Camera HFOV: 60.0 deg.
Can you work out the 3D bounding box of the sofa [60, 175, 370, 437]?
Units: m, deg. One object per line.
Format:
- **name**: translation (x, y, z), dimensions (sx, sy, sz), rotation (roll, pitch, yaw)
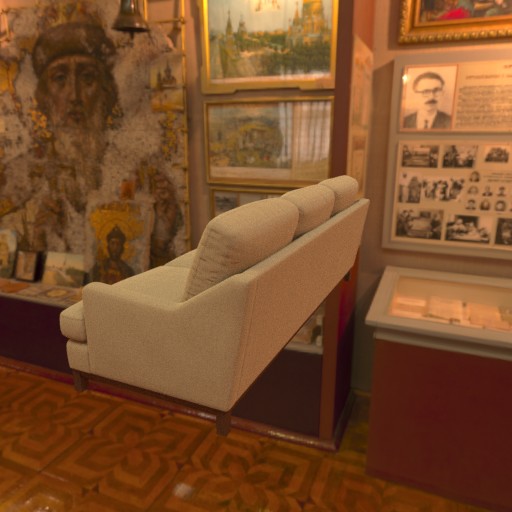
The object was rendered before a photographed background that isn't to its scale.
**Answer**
- **sofa**: translation (0.000, 0.000, 2.867), dimensions (1.000, 0.913, 2.321), rotation (7, 17, 24)
